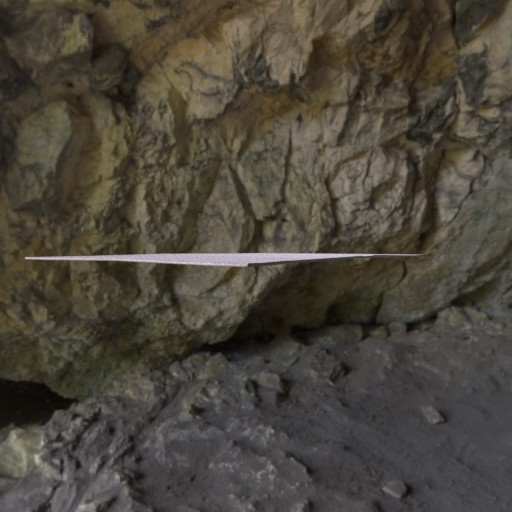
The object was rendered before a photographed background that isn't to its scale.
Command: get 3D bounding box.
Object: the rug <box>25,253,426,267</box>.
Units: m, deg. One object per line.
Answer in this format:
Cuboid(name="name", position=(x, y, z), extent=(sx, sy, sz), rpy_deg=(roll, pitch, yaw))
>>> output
Cuboid(name="rug", position=(0.000, 0.000, 2.970), extent=(1.596, 0.030, 2.283), rpy_deg=(1, 1, 37))
